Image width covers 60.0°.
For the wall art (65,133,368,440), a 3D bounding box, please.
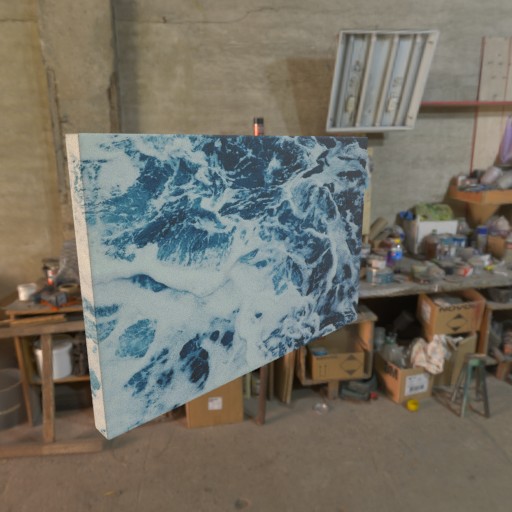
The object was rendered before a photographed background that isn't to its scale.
[{"bbox_3d":[0.000,0.000,0.776,0.609,0.407,0.043,-14,20,-43],"label":"wall art"}]
